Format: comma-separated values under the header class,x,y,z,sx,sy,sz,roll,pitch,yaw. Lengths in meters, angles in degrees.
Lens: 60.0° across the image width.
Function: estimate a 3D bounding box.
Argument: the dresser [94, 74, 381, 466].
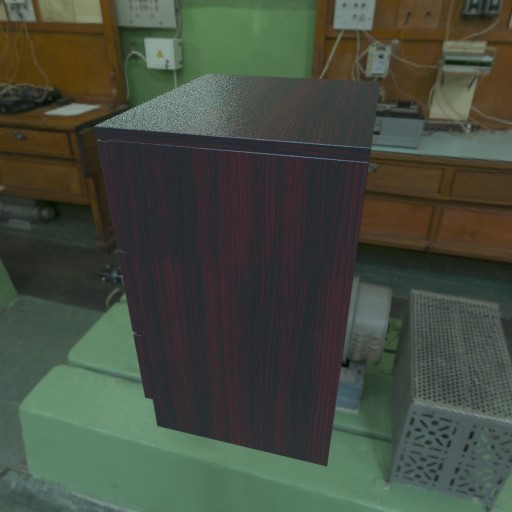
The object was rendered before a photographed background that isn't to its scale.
class,x,y,z,sx,sy,sz,roll,pitch,yaw
dresser,0.000,0.000,0.822,0.360,0.560,0.400,8,32,13
